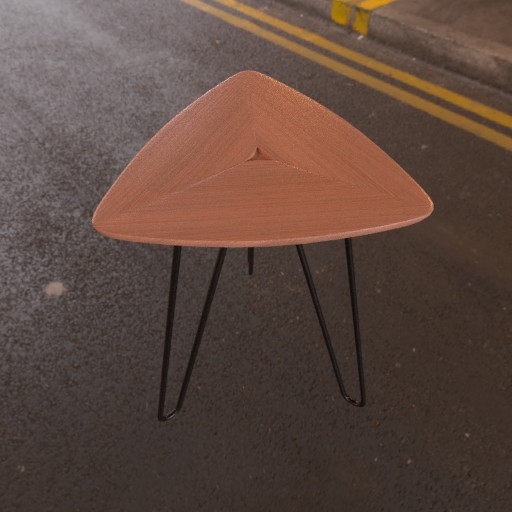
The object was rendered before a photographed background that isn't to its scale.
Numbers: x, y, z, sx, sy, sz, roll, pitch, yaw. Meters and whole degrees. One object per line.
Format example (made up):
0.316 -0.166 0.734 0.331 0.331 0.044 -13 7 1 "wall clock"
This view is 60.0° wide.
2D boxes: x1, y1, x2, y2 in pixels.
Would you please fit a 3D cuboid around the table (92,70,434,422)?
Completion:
0.000 0.000 0.882 0.442 0.564 0.455 -3 48 -3 "table"
